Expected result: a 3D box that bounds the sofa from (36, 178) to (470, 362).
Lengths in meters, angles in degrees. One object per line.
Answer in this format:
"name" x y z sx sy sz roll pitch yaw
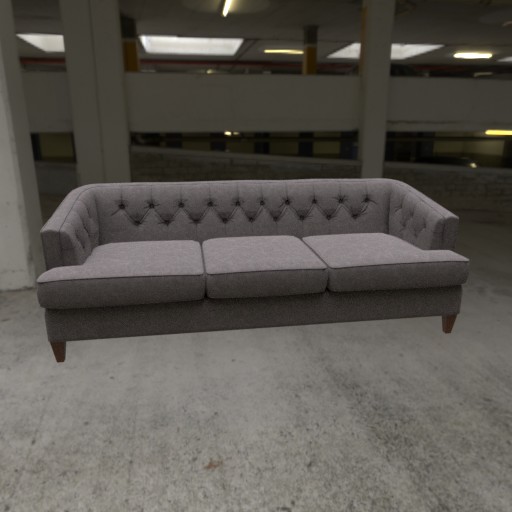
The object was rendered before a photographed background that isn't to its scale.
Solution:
"sofa" 0.000 0.000 2.662 2.247 0.806 0.917 -3 17 -8
